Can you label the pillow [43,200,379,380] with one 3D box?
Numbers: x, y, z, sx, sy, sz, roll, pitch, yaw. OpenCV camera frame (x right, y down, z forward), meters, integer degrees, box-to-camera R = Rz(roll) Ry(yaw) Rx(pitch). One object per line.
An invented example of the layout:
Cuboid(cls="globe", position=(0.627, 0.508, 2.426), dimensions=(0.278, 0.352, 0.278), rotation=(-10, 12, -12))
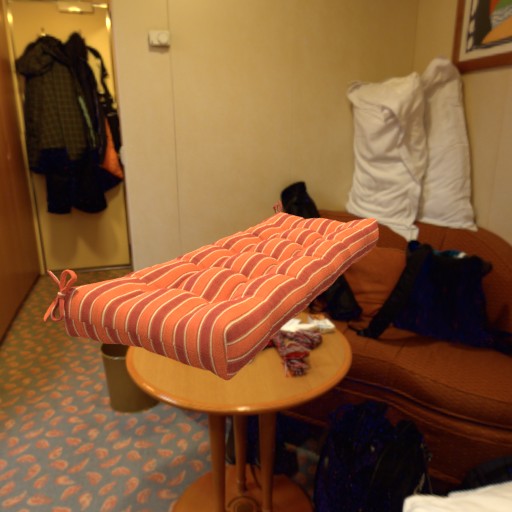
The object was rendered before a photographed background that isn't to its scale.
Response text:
Cuboid(cls="pillow", position=(0.000, 0.000, 1.355), dimensions=(0.511, 0.174, 1.194), rotation=(8, 17, 27))
